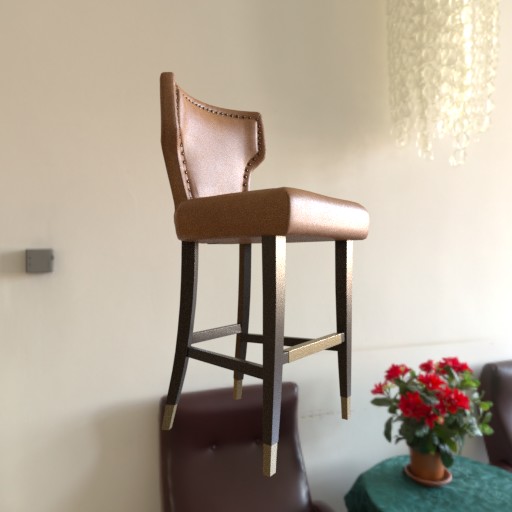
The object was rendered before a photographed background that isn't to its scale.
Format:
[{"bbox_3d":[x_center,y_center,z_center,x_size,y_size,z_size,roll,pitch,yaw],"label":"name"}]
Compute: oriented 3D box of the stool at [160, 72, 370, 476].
[{"bbox_3d":[0.000,0.000,1.415,0.563,1.092,0.526,0,0,36],"label":"stool"}]
